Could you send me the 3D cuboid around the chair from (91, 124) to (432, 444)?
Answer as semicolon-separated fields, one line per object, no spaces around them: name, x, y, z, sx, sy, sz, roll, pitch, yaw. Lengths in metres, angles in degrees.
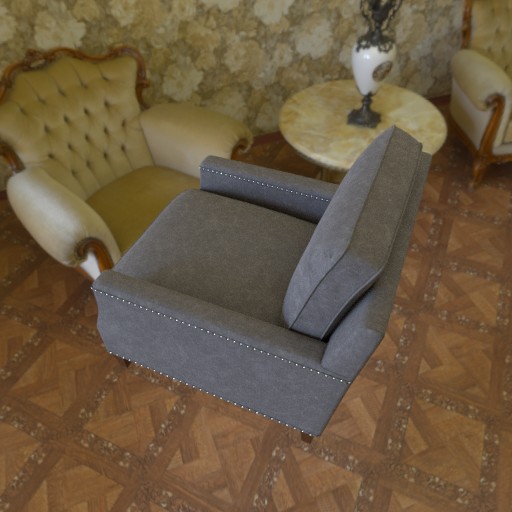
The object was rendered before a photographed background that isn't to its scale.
chair;0.000;0.000;1.681;1.014;0.948;0.853;17;48;16
